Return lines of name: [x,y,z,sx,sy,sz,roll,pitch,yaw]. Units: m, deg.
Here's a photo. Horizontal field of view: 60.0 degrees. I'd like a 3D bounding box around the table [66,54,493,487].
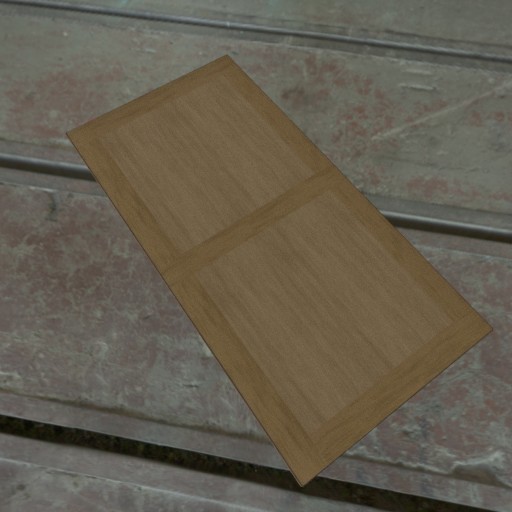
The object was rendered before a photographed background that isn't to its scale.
table: [0.000,0.000,2.392,1.000,0.762,1.982,-33,68,-15]
